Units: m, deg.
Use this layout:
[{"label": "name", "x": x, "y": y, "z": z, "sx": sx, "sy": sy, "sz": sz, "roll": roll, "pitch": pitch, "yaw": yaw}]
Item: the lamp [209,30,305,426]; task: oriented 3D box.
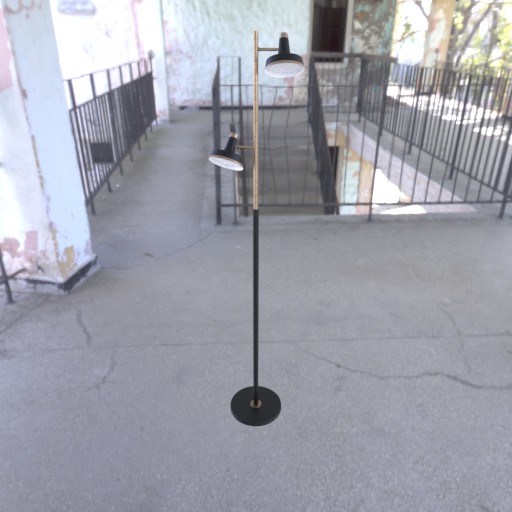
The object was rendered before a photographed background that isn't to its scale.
[{"label": "lamp", "x": 0.000, "y": 0.000, "z": 1.846, "sx": 0.351, "sy": 1.674, "sz": 0.253, "roll": 8, "pitch": 27, "yaw": 16}]
